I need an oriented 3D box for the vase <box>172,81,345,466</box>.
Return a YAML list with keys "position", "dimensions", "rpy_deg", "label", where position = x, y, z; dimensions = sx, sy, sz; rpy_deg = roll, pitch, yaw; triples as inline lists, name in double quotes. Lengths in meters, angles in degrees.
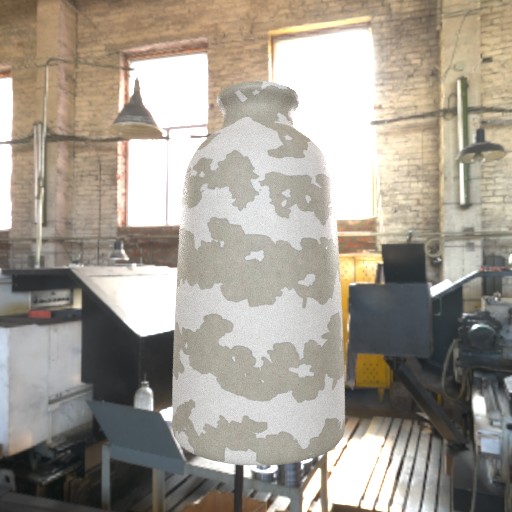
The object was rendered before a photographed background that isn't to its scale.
- position: [0.000, 0.000, 0.496]
  dimensions: [0.186, 0.382, 0.203]
  rpy_deg: [0, -1, -19]
  label: "vase"
